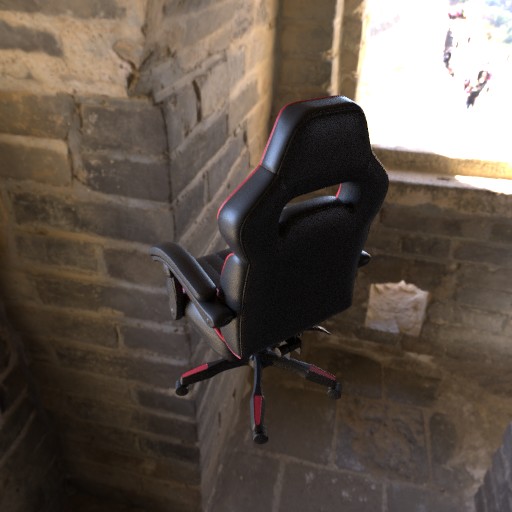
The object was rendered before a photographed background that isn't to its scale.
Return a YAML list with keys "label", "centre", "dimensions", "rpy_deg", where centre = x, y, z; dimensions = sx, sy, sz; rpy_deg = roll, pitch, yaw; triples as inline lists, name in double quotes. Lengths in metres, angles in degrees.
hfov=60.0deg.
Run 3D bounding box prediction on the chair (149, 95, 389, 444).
- label: "chair"
  centre: [0.000, 0.000, 1.655]
  dimensions: [0.700, 1.220, 0.700]
  rpy_deg: [-20, 36, -29]
